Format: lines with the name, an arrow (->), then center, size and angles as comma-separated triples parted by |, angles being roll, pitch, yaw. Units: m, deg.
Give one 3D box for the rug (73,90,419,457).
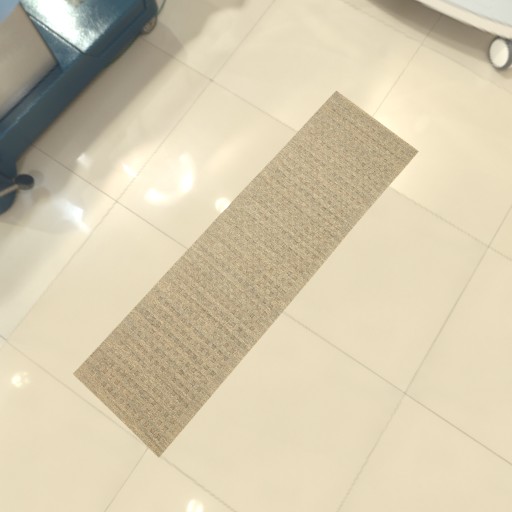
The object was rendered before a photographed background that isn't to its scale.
rug -> 0.000, 0.000, 2.715 | 0.688, 0.005, 2.437 | 40, 80, 9
